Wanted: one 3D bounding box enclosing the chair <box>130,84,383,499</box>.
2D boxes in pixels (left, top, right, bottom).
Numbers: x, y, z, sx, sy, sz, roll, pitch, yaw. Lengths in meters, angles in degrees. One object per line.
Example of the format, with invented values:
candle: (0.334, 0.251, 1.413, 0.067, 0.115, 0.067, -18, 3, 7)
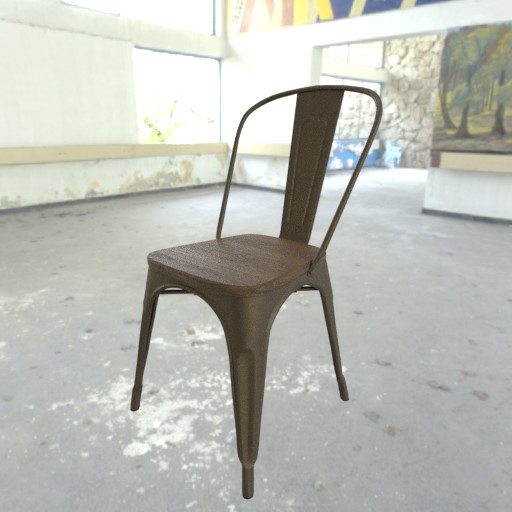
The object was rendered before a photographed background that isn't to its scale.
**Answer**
chair: (0.000, 0.000, 1.124, 0.451, 0.844, 0.532, 15, 22, 41)
